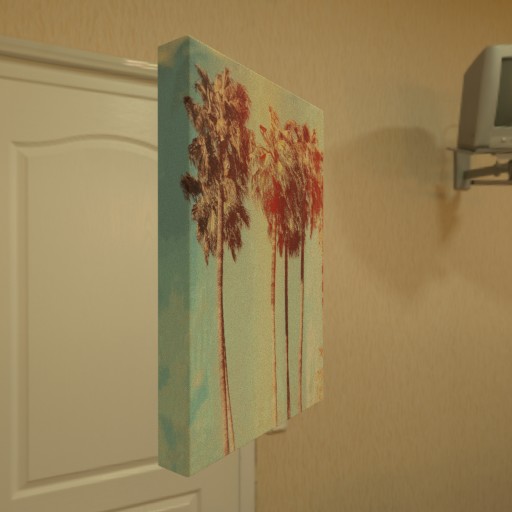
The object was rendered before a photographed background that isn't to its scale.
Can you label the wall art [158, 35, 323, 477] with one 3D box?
[{"bbox_3d":[0.000,0.000,0.491,0.039,0.380,0.251,0,0,36],"label":"wall art"}]
